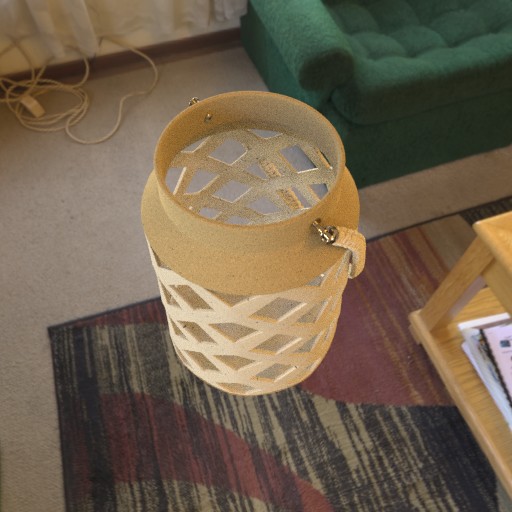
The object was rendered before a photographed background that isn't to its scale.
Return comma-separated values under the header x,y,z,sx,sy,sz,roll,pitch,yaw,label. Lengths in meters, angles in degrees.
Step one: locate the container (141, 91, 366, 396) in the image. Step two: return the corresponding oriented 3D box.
x,y,z,sx,sy,sz,roll,pitch,yaw,label
0.000,0.000,0.349,0.172,0.229,0.163,-32,63,-19,container
